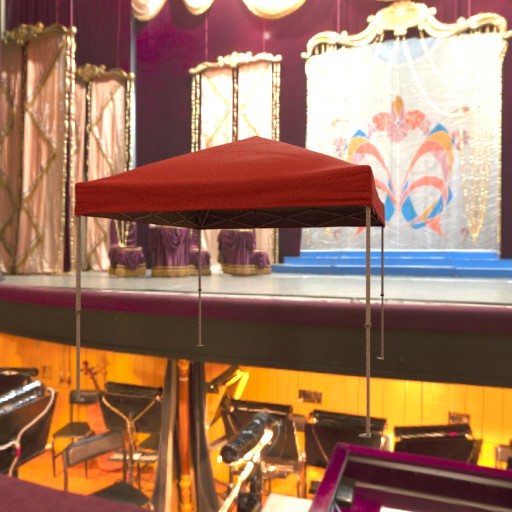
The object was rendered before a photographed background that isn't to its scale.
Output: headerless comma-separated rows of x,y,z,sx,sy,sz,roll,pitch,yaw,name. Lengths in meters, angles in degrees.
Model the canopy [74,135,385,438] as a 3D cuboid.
0.000,0.000,5.523,2.998,2.997,2.996,0,0,18,canopy
